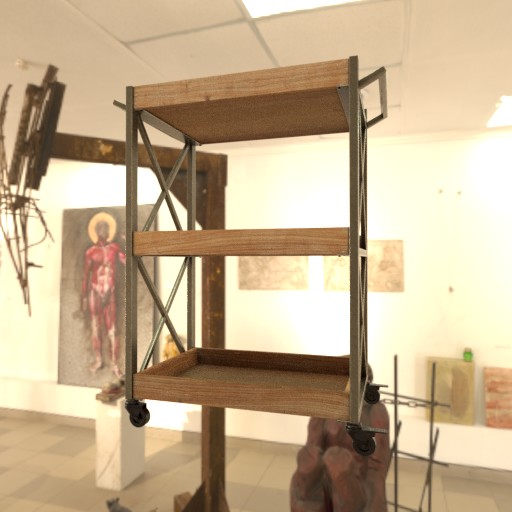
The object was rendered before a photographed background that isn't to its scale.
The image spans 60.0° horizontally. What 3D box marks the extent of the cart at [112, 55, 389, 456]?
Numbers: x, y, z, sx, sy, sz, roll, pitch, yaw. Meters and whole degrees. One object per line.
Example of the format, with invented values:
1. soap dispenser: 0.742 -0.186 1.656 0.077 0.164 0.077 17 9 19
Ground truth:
1. cart: 0.000 0.000 1.181 0.673 0.835 0.377 0 -1 17
